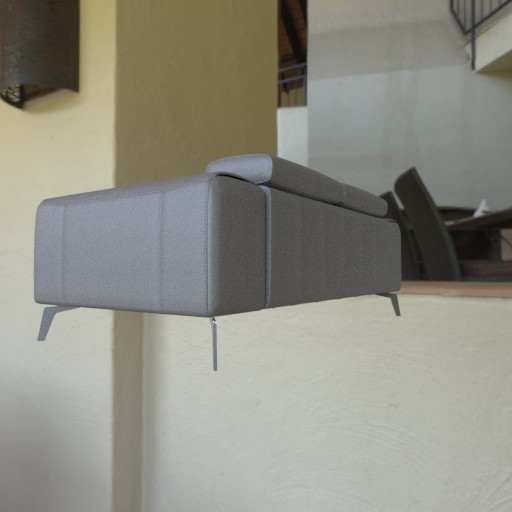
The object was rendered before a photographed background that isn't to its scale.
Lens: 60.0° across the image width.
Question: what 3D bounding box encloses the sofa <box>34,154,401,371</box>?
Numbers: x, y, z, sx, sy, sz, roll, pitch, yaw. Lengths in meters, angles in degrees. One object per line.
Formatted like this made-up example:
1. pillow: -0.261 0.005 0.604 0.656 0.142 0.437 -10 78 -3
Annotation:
1. sofa: 0.000 0.000 2.398 1.024 0.753 1.930 -1 -2 34
